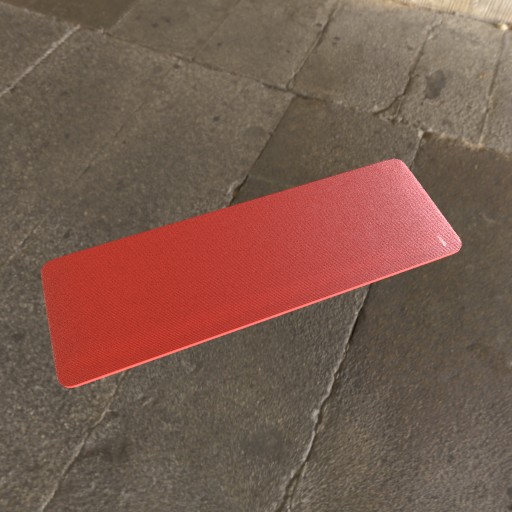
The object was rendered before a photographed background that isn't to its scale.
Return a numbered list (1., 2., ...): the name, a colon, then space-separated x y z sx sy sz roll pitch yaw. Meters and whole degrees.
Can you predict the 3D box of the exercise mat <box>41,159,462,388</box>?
1. exercise mat: 0.000 0.000 2.036 1.869 0.021 0.616 -18 60 -11
